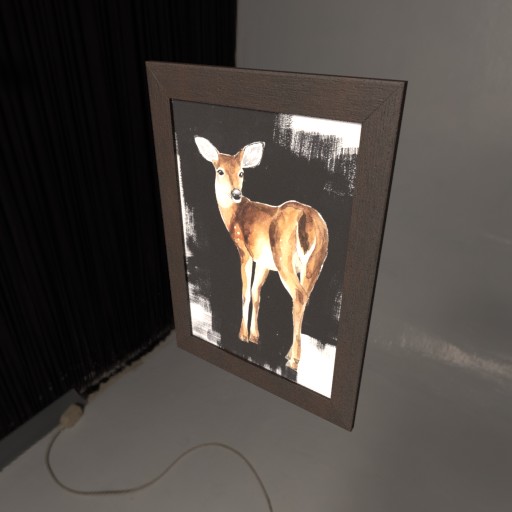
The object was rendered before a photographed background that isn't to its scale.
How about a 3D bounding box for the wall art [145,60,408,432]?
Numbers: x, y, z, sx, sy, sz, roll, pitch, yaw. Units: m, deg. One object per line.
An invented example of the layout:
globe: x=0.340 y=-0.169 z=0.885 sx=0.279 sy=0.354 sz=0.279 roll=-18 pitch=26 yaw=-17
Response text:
wall art: x=0.000 y=0.000 z=0.651 sx=0.359 sy=0.508 sz=0.013 roll=18 pitch=34 yaw=29
